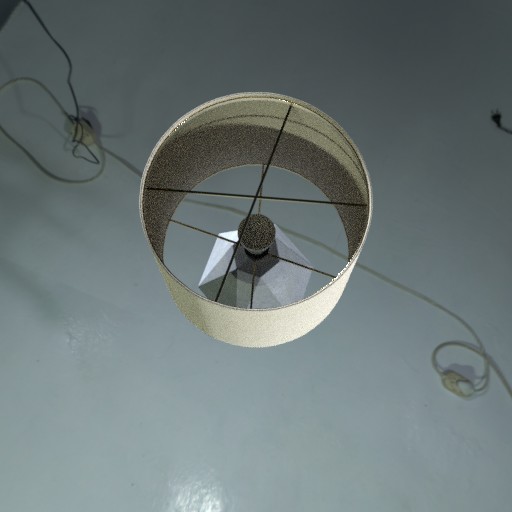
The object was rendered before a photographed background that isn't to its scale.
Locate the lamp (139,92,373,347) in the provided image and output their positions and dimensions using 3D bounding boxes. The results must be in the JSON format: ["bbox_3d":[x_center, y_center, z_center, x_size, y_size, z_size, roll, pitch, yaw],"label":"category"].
[{"bbox_3d":[0.000,0.000,0.677,0.276,0.501,0.276,0,76,0],"label":"lamp"}]
